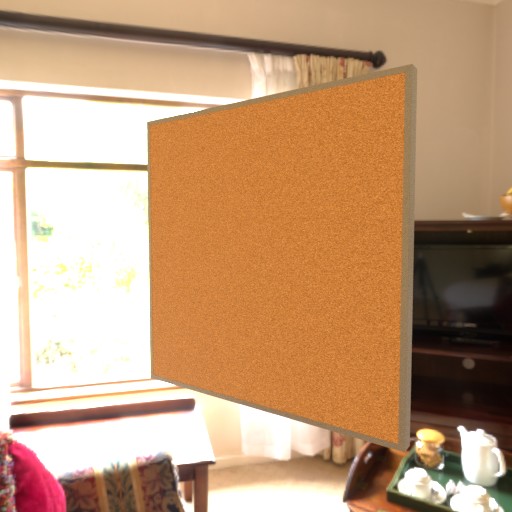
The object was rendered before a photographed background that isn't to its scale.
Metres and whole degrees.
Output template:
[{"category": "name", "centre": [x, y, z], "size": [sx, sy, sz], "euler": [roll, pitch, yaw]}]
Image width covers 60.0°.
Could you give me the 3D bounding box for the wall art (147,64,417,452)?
[{"category": "wall art", "centre": [0.000, 0.000, 1.172], "size": [0.809, 0.807, 0.038], "euler": [2, 4, 36]}]
